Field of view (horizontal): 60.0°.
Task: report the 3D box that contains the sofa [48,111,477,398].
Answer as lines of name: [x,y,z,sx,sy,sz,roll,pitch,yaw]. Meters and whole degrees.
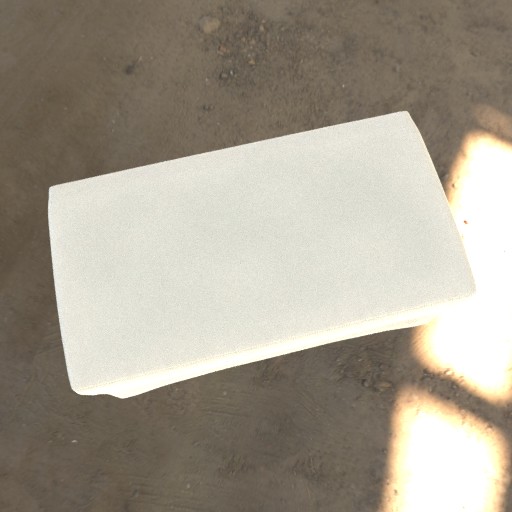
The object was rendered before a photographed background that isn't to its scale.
sofa: [0.000,0.000,2.048,1.677,0.552,0.939,-13,74,-4]
